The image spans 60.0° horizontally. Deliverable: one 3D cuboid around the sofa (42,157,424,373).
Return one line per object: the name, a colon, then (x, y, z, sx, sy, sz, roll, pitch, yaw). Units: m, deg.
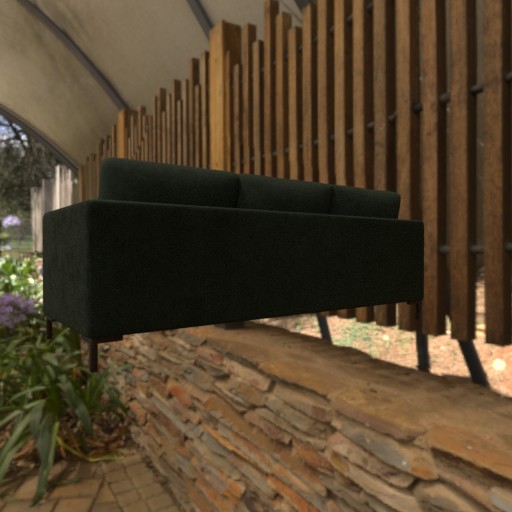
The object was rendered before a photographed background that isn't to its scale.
sofa: (0.000, 0.000, 2.674, 2.218, 0.870, 0.859, -1, 1, -37)
